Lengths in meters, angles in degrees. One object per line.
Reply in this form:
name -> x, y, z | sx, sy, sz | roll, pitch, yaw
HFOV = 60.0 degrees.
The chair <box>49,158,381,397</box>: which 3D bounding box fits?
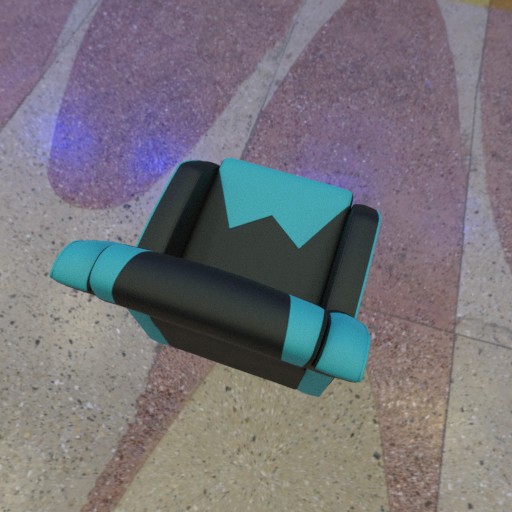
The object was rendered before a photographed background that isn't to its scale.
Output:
chair -> 0.000, 0.000, 1.252 | 0.620, 0.805, 0.672 | 17, 65, 8
